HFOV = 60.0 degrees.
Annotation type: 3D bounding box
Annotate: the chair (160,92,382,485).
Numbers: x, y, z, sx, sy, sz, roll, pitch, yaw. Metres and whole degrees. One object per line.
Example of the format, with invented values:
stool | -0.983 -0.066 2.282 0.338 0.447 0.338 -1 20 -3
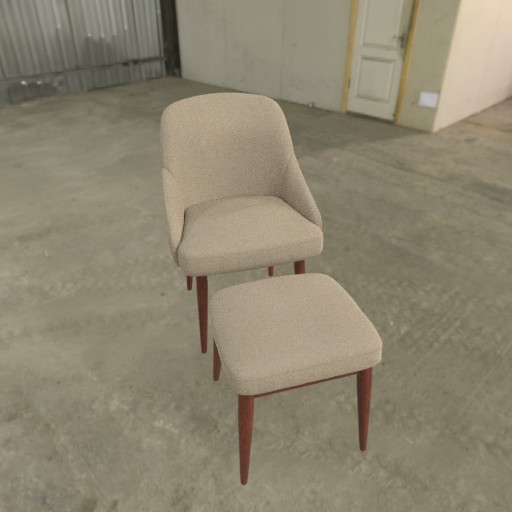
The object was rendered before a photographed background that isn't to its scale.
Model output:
chair | 0.000 0.000 1.573 0.584 0.866 1.114 -9 35 -13
